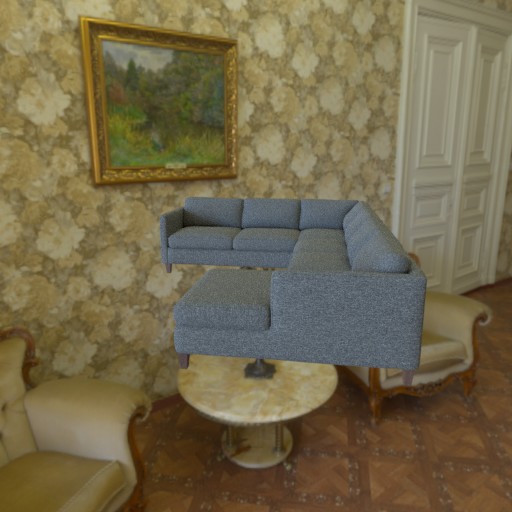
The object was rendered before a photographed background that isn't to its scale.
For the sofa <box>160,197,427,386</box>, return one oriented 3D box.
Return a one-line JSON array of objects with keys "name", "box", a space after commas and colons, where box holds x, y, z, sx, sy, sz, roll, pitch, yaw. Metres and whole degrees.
[{"name": "sofa", "box": [0.000, 0.000, 4.341, 2.551, 0.853, 3.238, 2, 13, 9]}]
